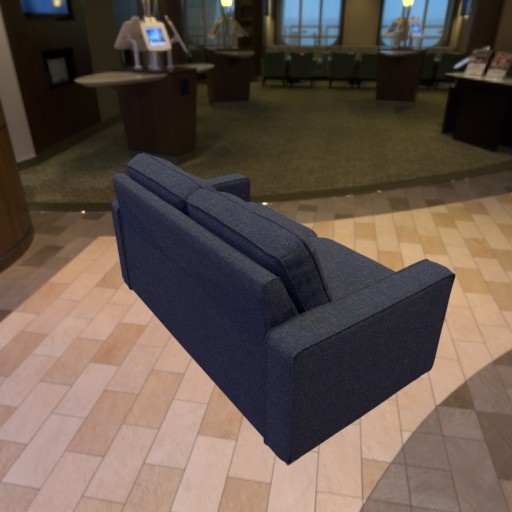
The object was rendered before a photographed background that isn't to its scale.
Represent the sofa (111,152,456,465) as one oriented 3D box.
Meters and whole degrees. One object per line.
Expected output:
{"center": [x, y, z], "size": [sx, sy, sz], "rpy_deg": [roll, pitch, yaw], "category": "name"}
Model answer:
{"center": [0.000, 0.000, 2.331], "size": [0.947, 0.918, 1.709], "rpy_deg": [-19, 34, -31], "category": "sofa"}
